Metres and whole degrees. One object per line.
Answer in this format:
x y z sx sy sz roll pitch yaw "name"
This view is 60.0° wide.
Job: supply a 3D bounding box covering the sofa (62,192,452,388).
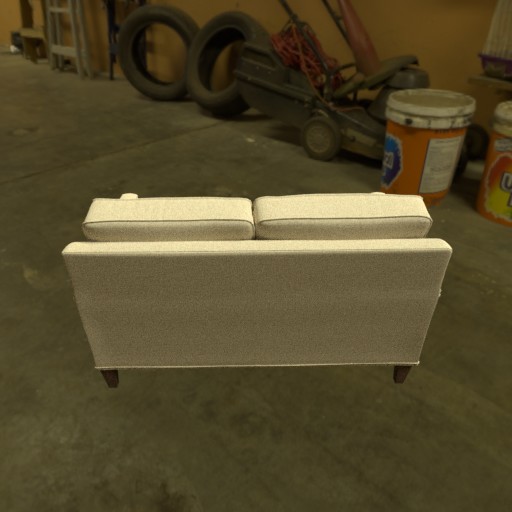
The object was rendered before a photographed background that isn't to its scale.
0.000 0.000 2.323 1.597 1.003 1.084 -1 32 -1 "sofa"
